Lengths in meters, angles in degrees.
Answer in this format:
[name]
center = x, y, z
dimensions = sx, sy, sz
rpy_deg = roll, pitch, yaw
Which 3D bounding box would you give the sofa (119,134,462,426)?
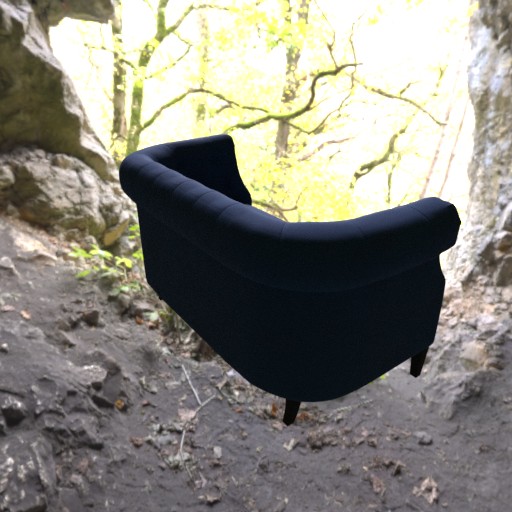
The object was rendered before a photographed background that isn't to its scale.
[sofa]
center = 0.000, 0.000, 2.032
dimensions = 0.835, 0.827, 1.558
rpy_deg = -18, 32, -32
